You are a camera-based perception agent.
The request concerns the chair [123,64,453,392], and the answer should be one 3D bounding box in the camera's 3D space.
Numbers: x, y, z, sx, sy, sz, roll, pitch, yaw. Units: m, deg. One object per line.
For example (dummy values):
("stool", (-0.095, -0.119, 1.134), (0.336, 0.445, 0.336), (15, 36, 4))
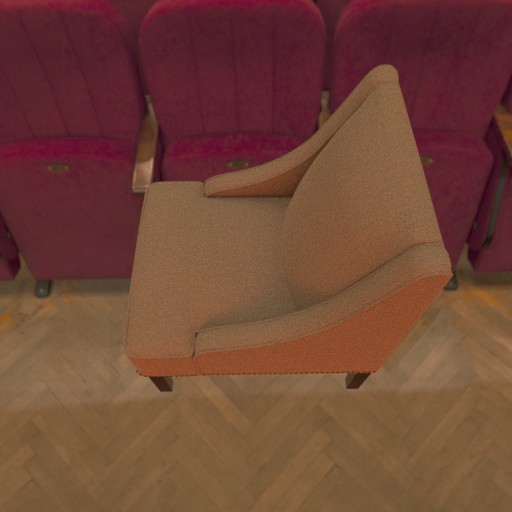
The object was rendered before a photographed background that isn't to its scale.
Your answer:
("chair", (0.000, 0.000, 1.344), (0.748, 0.872, 0.628), (-1, 59, 0))
